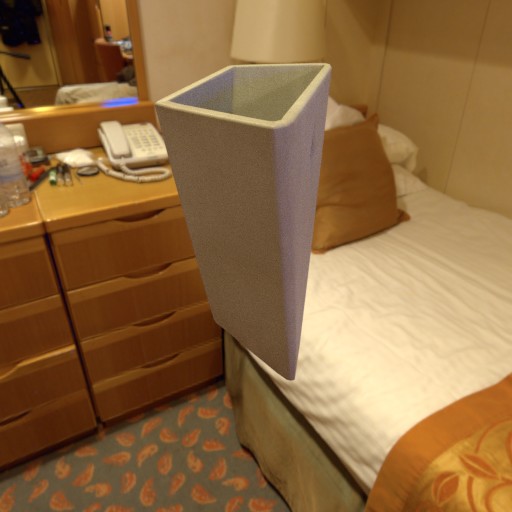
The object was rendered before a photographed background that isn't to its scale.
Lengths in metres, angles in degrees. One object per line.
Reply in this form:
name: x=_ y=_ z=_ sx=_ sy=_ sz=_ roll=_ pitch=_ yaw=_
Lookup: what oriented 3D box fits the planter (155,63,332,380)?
planter: x=0.000 y=0.000 z=0.267 sx=0.060 sy=0.197 sz=0.150 roll=8 pitch=32 yaw=12
